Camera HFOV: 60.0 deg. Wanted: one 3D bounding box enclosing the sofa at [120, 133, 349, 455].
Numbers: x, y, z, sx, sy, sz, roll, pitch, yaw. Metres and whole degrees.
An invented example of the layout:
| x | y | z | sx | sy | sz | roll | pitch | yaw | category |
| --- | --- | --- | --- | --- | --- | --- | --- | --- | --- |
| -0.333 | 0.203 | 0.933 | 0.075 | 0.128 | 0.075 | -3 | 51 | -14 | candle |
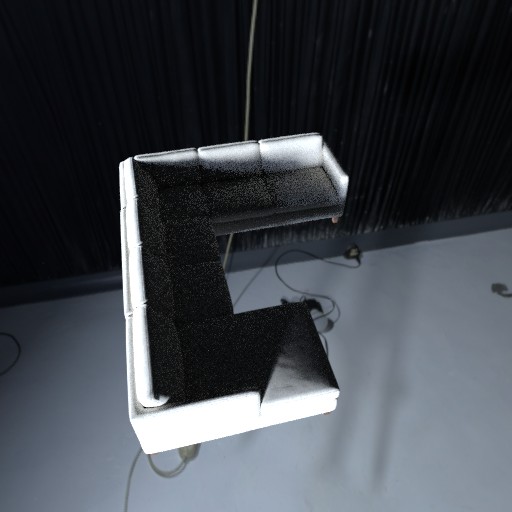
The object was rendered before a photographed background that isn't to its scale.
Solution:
| x | y | z | sx | sy | sz | roll | pitch | yaw | category |
| --- | --- | --- | --- | --- | --- | --- | --- | --- | --- |
| 0.000 | 0.000 | 4.472 | 2.551 | 0.853 | 3.238 | -10 | 46 | -9 | sofa |
